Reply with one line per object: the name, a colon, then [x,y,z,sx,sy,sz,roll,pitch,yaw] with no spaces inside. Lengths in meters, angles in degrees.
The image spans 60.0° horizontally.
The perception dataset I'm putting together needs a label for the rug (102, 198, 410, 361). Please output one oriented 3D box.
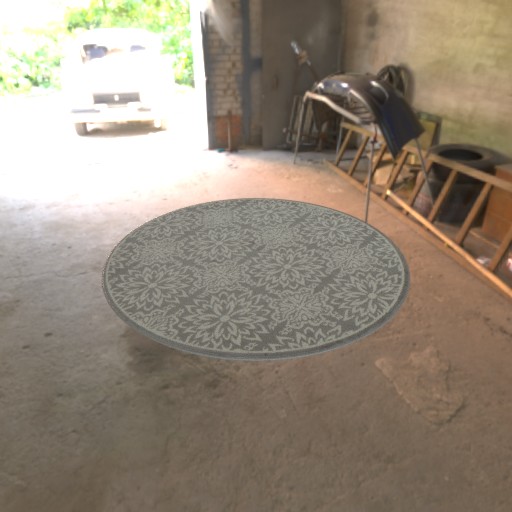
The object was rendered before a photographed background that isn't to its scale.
rug: [0.000,0.000,2.388,1.593,0.012,1.593,0,30,0]
